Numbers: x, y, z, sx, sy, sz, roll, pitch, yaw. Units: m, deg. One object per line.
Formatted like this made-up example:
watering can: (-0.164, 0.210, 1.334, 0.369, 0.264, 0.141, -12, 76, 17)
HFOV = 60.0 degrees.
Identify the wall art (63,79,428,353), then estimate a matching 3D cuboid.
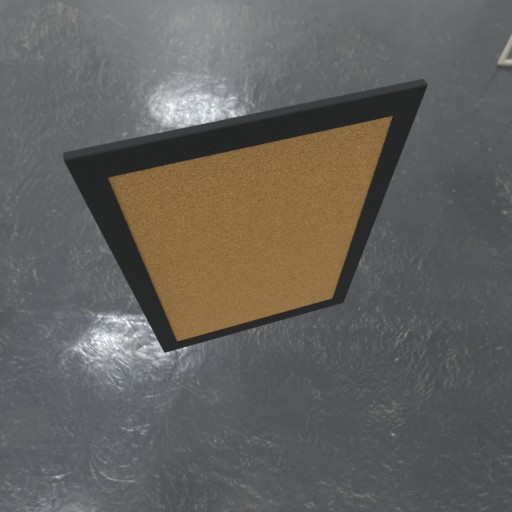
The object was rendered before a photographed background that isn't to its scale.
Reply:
wall art: (0.000, 0.000, 0.665, 0.374, 0.529, 0.012, -14, 60, -9)
